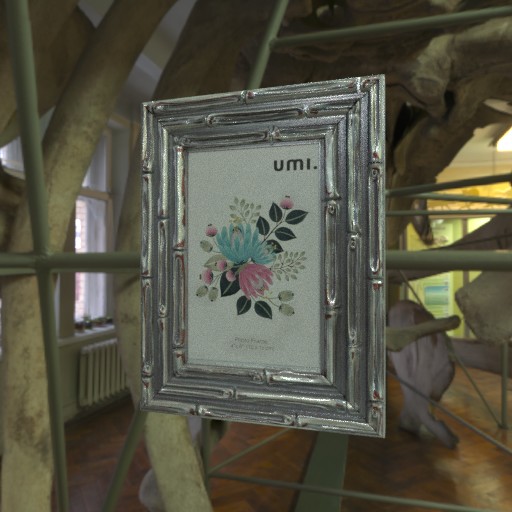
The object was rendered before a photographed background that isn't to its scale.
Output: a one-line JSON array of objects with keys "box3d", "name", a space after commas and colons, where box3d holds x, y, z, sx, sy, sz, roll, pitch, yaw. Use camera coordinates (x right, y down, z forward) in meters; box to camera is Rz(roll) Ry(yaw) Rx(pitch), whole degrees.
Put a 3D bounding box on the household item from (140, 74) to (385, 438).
[{"box3d": [0.000, 0.000, 0.294, 0.165, 0.216, 0.025, 0, -1, 17], "name": "household item"}]
